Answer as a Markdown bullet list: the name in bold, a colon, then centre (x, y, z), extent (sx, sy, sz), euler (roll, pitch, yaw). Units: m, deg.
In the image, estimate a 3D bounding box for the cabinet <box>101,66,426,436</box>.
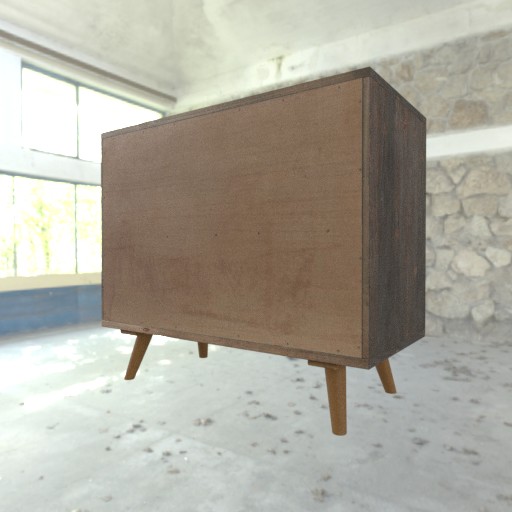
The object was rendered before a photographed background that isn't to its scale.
- **cabinet**: centre (0.000, 0.000, 1.546), extent (1.023, 0.897, 0.529), euler (1, 1, 35)
